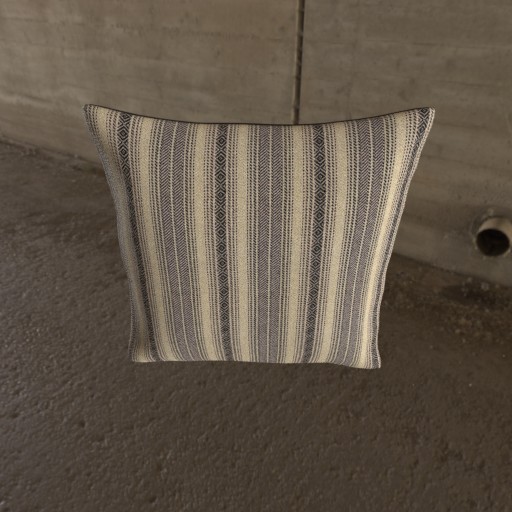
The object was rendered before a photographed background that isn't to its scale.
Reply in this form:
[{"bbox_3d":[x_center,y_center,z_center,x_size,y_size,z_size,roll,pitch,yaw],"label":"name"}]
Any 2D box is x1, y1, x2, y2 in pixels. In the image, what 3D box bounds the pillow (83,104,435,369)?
[{"bbox_3d":[0.000,0.000,0.777,0.520,0.508,0.166,1,31,2],"label":"pillow"}]
